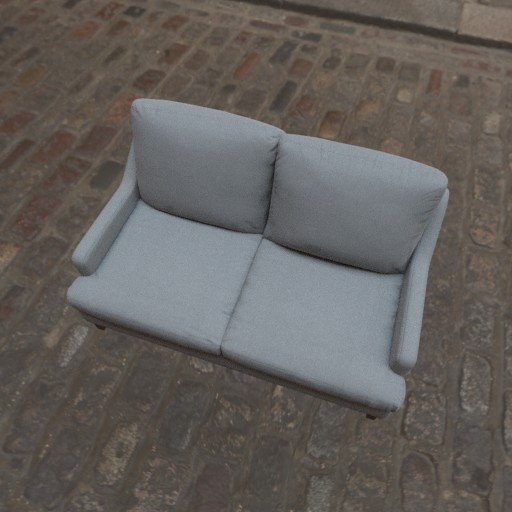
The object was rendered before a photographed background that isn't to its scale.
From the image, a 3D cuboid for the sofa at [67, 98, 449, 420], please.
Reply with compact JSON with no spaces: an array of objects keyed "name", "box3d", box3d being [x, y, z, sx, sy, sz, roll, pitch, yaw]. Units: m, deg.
[{"name":"sofa","box3d":[0.000,0.000,2.122,1.589,0.921,0.987,16,60,9]}]
